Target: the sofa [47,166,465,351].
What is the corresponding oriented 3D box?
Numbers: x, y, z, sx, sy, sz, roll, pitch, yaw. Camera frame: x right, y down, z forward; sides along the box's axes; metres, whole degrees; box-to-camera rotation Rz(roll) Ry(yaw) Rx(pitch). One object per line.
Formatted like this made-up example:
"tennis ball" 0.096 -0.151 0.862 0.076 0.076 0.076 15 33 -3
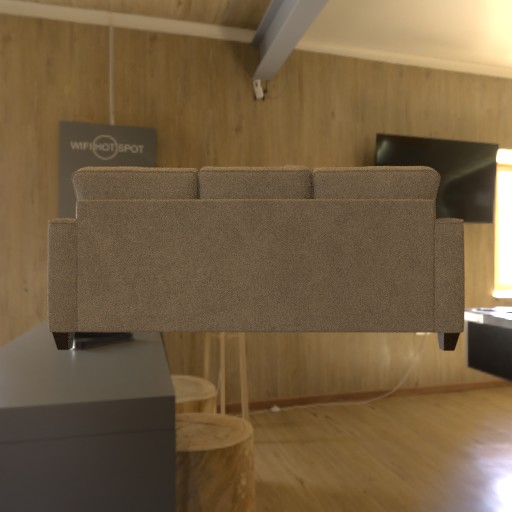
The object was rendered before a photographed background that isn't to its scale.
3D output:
"sofa" 0.000 0.000 2.686 2.133 0.965 0.939 0 0 1
